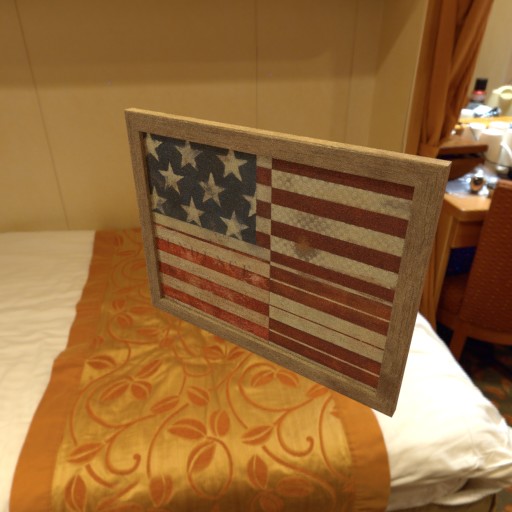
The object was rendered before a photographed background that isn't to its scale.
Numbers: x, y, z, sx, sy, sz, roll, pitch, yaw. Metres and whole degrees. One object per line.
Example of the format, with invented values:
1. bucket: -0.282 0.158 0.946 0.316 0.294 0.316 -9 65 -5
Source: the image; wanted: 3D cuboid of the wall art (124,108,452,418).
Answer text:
1. wall art: 0.000 0.000 0.954 0.690 0.535 0.026 19 35 29
